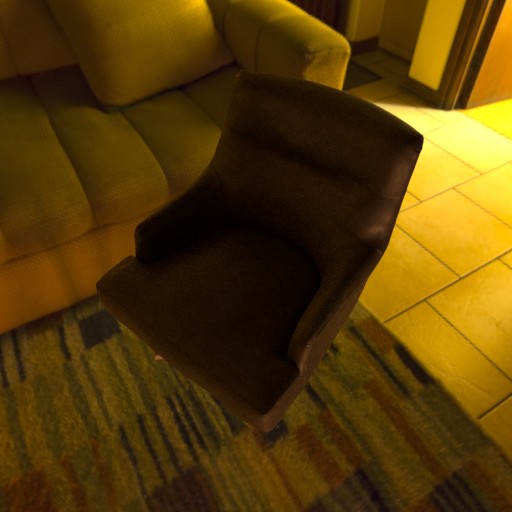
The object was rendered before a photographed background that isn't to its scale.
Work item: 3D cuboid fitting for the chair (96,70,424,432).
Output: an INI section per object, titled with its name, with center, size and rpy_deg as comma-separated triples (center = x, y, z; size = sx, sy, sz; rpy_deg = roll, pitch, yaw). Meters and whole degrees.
[chair]
center = 0.000, 0.000, 1.510
size = 0.738, 0.870, 0.874
rpy_deg = 30, 54, 25
